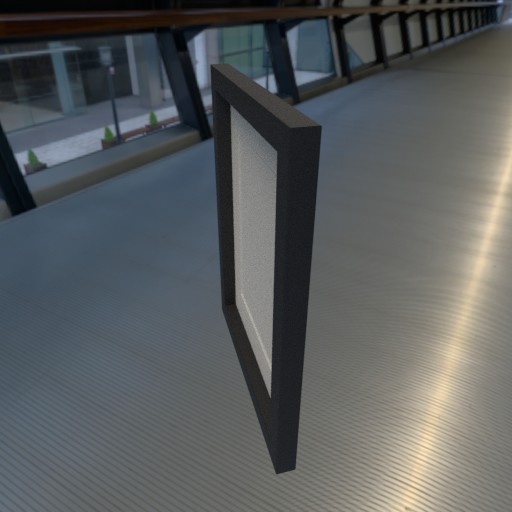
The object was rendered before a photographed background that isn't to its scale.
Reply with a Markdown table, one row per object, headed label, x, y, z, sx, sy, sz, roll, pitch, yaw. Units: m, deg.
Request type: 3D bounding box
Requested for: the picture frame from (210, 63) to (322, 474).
| label | x | y | z | sx | sy | sz | roll | pitch | yaw |
| --- | --- | --- | --- | --- | --- | --- | --- | --- | --- |
| picture frame | 0.000 | 0.000 | 0.525 | 0.036 | 0.383 | 0.307 | -8 | 32 | -13 |
